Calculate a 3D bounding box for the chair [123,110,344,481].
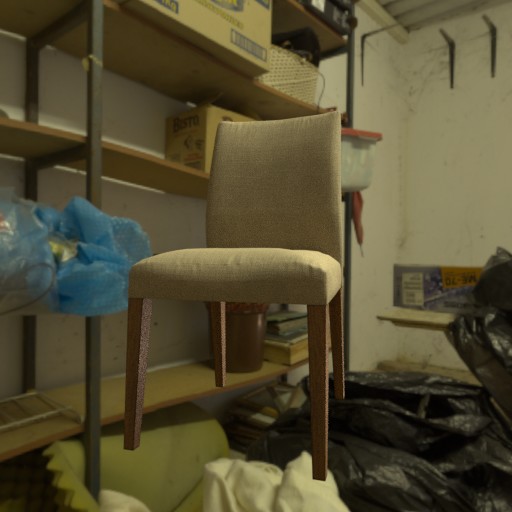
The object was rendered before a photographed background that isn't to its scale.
[{"bbox_3d":[0.000,0.000,1.282,0.496,0.940,0.585,0,1,18],"label":"chair"}]
